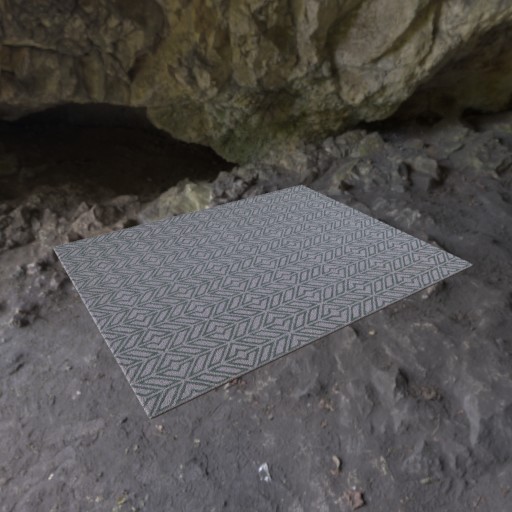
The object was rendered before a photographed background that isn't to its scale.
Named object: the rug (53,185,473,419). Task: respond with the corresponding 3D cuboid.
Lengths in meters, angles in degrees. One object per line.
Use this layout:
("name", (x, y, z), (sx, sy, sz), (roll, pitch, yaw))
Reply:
("rug", (0.000, 0.000, 4.097), (3.050, 0.017, 2.441), (-18, 34, -29))
